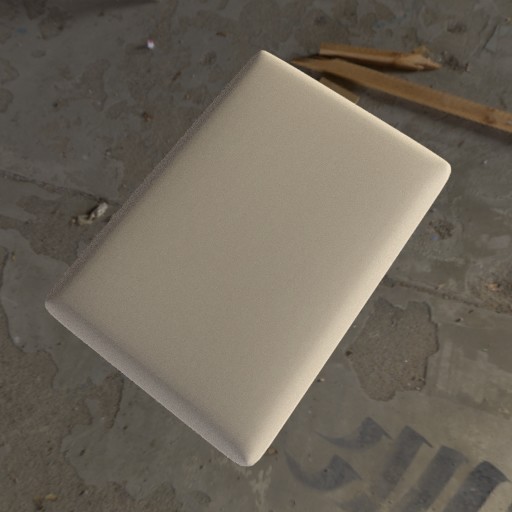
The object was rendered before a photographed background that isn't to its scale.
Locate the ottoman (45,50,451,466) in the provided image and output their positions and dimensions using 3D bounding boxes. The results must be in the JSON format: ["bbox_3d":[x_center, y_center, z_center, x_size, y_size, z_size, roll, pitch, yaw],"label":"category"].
[{"bbox_3d":[0.000,0.000,1.198,0.581,0.497,0.835,35,77,9],"label":"ottoman"}]
